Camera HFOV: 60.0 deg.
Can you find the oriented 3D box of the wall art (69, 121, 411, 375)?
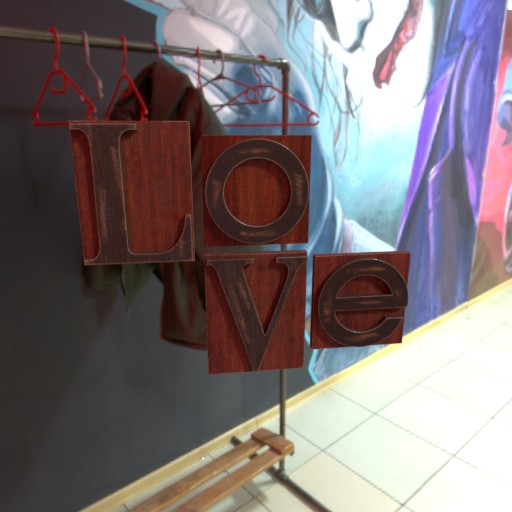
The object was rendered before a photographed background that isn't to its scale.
[{"bbox_3d":[0.000,0.000,0.855,0.635,0.497,0.030,-2,16,-8],"label":"wall art"}]
